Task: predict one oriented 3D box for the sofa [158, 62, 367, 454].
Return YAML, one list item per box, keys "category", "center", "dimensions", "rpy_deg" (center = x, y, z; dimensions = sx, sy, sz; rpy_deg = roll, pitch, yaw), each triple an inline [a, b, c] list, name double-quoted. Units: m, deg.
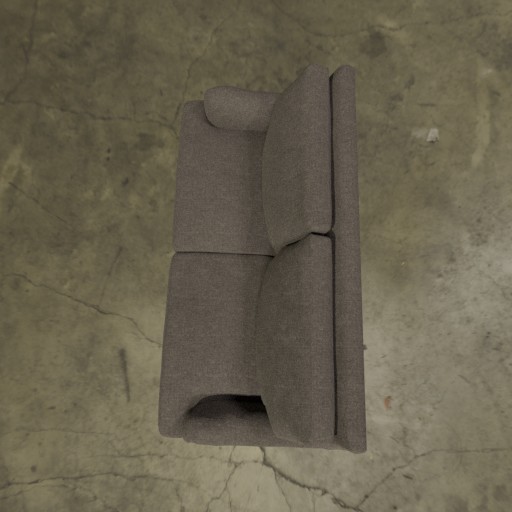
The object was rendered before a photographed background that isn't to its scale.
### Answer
- category: "sofa"
  center: [0.000, 0.000, 2.745]
  dimensions: [1.087, 1.054, 2.160]
  rpy_deg: [2, 76, 0]
